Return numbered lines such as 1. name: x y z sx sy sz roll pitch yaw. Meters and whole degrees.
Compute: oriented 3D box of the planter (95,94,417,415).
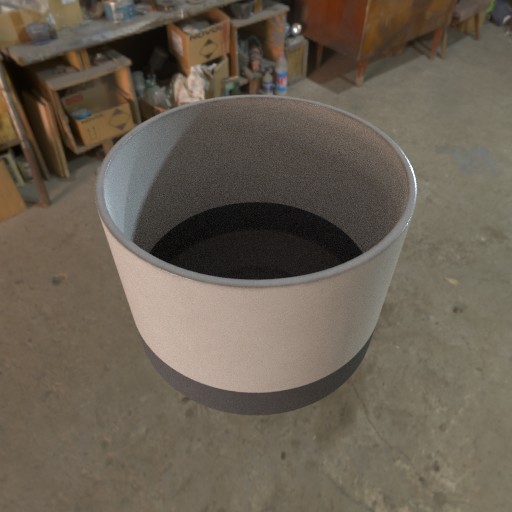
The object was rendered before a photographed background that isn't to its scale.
1. planter: 0.000 0.000 0.219 0.128 0.105 0.128 0 46 0
